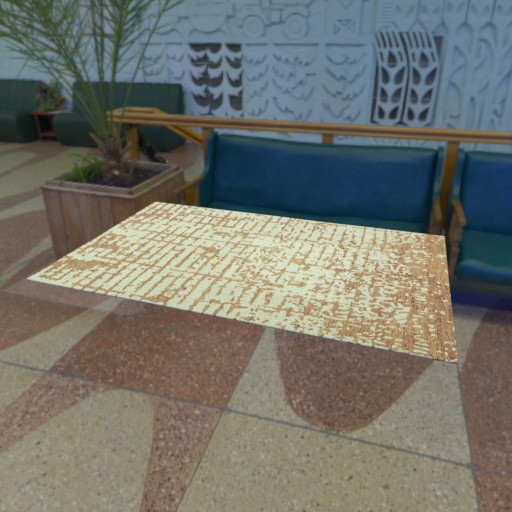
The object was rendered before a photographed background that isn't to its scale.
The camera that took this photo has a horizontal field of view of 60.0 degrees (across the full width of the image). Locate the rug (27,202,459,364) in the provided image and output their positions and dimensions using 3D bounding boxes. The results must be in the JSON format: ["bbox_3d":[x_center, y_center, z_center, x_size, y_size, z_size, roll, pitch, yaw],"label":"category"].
[{"bbox_3d":[0.000,0.000,2.986,2.435,0.011,1.517,8,27,17],"label":"rug"}]
